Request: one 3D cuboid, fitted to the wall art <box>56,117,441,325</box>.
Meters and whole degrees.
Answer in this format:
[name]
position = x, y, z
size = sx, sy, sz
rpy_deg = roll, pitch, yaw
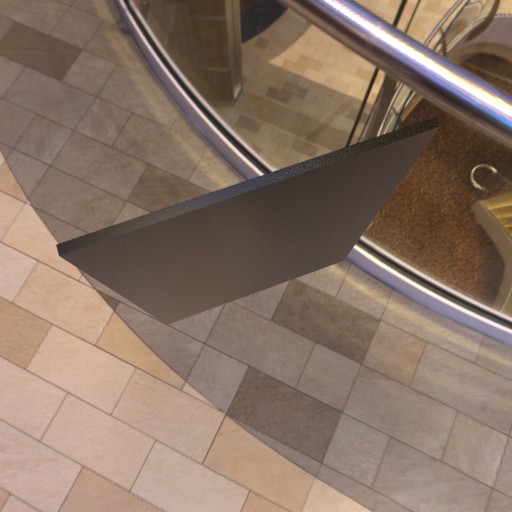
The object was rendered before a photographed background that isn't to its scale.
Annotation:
[wall art]
position = 0.000, 0.000, 0.764
size = 0.442, 0.582, 0.013
rpy_deg = -20, 75, -5
